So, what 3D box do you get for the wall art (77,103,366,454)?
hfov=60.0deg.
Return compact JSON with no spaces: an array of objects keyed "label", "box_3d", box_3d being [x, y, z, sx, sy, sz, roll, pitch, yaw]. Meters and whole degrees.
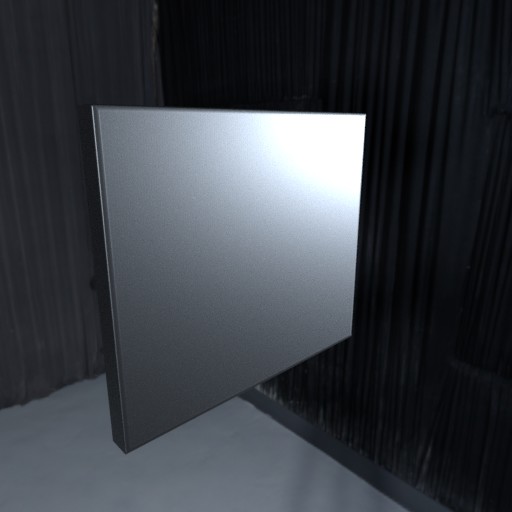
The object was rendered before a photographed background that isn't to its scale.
[{"label":"wall art","box_3d":[0.000,0.000,0.528,0.380,0.330,0.028,-15,22,-41]}]
